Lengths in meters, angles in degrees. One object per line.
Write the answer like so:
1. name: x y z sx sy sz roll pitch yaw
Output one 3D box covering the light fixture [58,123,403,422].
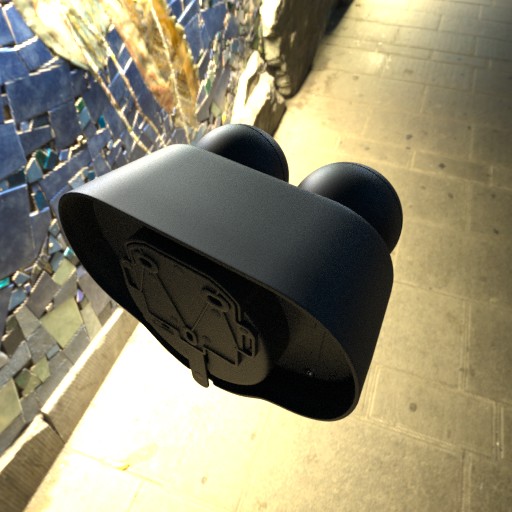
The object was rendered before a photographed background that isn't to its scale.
1. light fixture: 0.000 0.000 0.334 0.229 0.159 0.159 26 52 22
